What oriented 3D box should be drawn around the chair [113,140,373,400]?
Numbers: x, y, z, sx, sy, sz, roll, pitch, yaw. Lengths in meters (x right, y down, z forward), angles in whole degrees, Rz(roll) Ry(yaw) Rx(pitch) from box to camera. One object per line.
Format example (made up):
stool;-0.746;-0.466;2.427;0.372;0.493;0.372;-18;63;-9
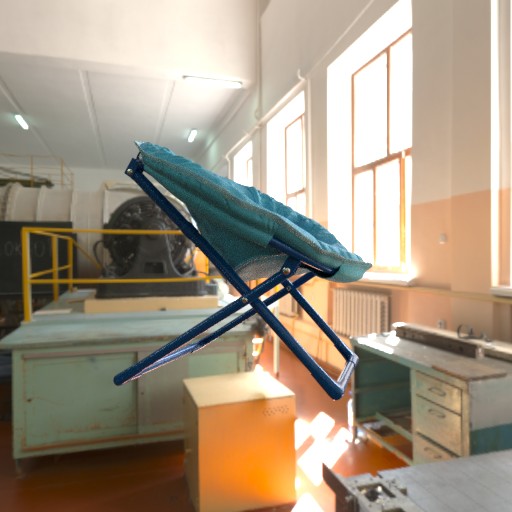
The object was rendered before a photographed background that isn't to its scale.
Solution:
chair;0.000;0.000;0.911;0.465;0.478;0.520;0;0;18
